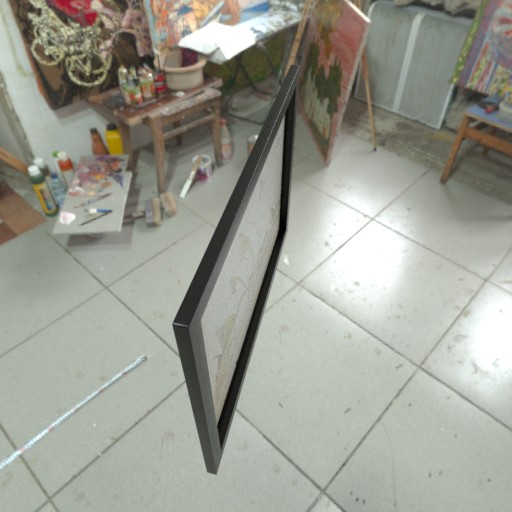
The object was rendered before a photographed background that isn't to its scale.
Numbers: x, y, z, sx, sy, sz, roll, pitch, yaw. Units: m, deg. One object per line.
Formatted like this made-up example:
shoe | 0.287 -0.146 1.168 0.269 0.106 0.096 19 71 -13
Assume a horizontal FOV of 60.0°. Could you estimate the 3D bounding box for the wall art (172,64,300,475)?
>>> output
wall art | 0.000 0.000 0.567 0.013 0.306 0.440 10 47 10
